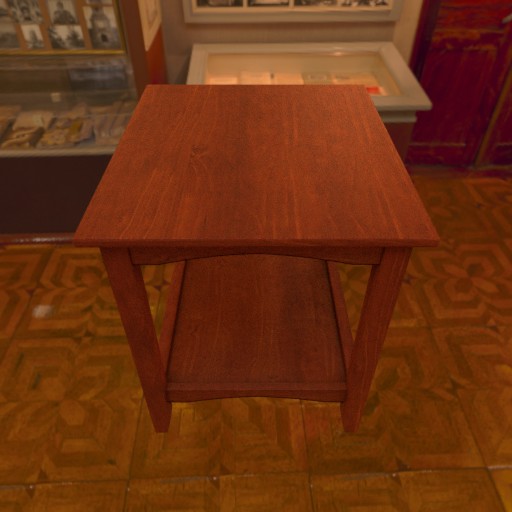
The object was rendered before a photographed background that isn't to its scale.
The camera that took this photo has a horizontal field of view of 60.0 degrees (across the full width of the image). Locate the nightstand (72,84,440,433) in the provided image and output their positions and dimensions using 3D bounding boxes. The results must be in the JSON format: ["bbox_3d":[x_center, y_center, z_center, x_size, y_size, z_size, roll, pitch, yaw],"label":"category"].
[{"bbox_3d":[0.000,0.000,0.993,0.501,0.558,0.558,0,42,0],"label":"nightstand"}]
